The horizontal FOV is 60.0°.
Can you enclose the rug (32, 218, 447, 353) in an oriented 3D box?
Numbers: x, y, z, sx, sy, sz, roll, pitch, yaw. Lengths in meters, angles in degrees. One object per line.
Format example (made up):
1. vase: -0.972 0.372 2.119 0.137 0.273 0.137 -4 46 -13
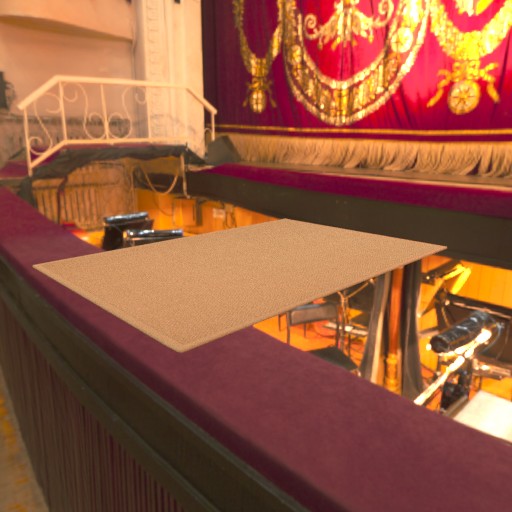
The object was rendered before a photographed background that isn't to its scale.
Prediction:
1. rug: 0.000 0.000 2.865 2.244 0.017 1.532 -14 20 -42
